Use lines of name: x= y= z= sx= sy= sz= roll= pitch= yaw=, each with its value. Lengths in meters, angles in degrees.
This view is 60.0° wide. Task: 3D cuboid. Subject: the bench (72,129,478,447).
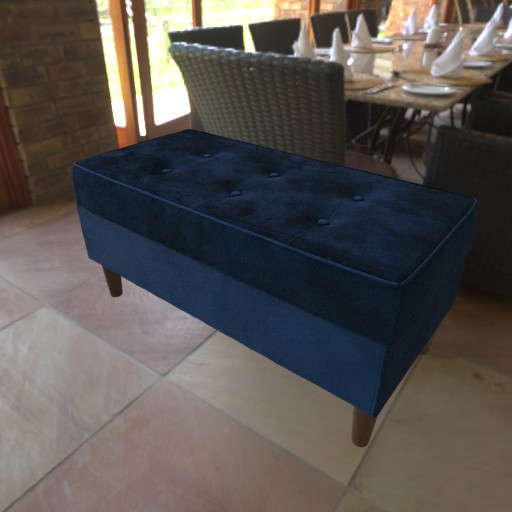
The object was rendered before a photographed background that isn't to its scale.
bench: x=0.000 y=0.000 z=1.269 sx=1.010 sy=0.467 sz=0.489 roll=22 pitch=38 yaw=32
